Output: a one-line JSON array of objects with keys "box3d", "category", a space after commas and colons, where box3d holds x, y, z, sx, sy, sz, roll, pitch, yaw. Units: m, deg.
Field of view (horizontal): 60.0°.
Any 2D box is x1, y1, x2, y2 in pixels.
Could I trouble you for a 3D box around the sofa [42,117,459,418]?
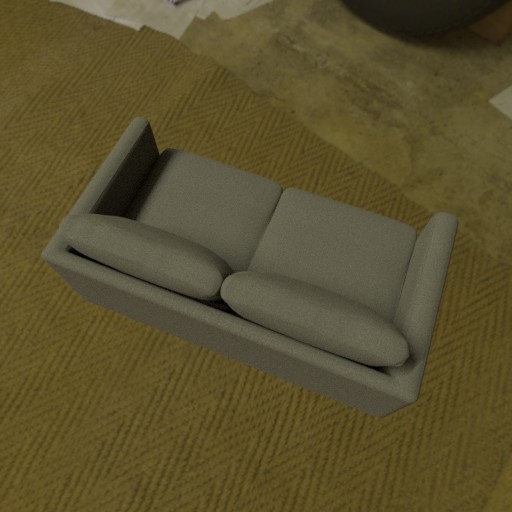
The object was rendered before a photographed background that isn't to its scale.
[{"box3d": [0.000, 0.000, 2.229, 1.713, 0.866, 0.940, 20, 66, 9], "category": "sofa"}]
